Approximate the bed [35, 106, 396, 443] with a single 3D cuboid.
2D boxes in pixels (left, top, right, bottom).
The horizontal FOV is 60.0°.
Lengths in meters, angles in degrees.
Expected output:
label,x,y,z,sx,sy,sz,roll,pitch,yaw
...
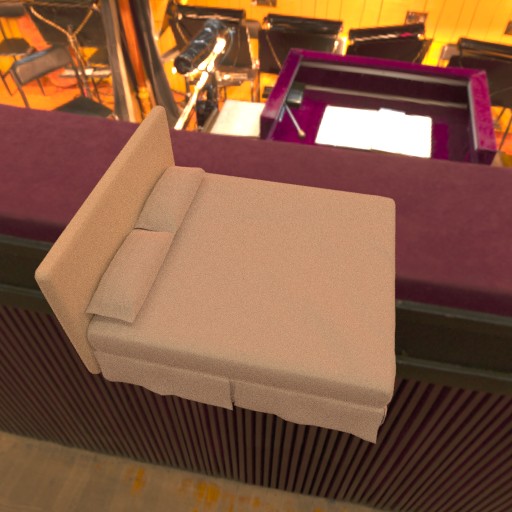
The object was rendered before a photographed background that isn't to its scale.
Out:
label,x,y,z,sx,sy,sz,roll,pitch,yaw
bed,0.000,0.000,3.610,2.341,1.317,2.119,9,49,8
